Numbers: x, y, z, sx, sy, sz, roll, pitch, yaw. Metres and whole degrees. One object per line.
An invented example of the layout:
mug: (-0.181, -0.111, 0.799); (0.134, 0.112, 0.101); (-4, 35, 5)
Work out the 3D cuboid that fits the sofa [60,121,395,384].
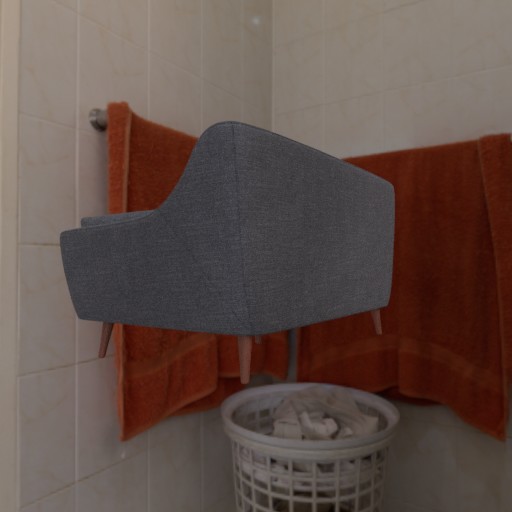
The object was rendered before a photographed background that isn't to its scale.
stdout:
sofa: (0.000, 0.000, 2.260); (0.976, 0.887, 1.646); (-1, -1, 36)
